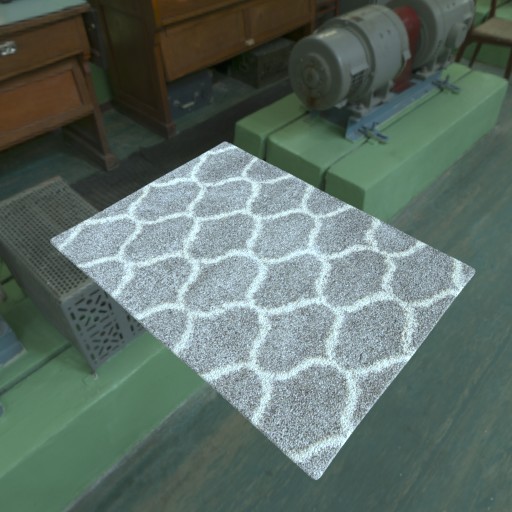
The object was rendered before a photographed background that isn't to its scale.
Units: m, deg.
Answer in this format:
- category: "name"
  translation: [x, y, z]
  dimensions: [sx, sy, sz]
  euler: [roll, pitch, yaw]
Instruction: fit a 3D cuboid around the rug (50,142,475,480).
- category: "rug"
  translation: [0.000, 0.000, 2.065]
  dimensions: [1.600, 0.025, 1.200]
  euler: [33, 54, 28]
